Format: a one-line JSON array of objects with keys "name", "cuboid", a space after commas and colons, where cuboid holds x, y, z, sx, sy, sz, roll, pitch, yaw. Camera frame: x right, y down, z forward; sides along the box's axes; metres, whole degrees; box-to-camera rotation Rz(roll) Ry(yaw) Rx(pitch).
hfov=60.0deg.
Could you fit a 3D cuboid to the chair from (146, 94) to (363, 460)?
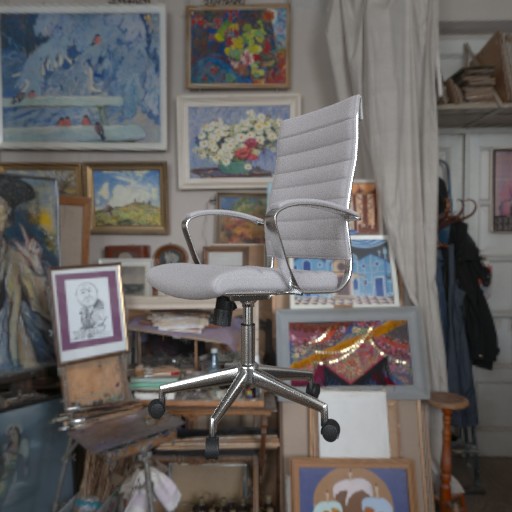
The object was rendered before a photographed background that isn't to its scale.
[{"name": "chair", "cuboid": [0.000, 0.000, 1.588, 0.667, 1.149, 0.679, -1, 2, -36]}]
